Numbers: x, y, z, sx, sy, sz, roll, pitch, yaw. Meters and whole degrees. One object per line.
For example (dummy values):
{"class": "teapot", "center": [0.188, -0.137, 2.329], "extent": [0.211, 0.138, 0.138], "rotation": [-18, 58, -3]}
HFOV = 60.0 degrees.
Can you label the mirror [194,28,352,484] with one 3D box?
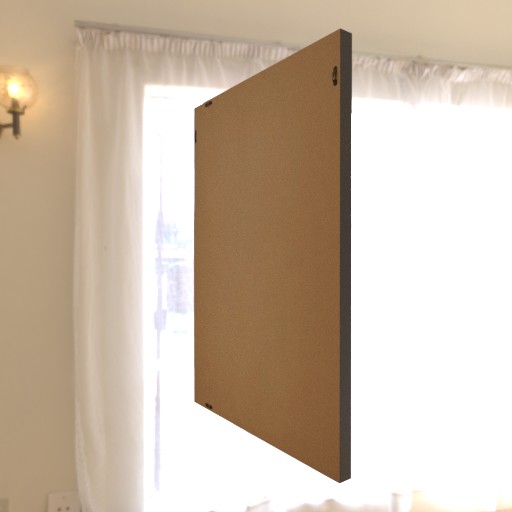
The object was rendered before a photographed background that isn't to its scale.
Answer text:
{"class": "mirror", "center": [0.000, 0.000, 1.144], "extent": [0.040, 0.915, 0.609], "rotation": [0, 1, -36]}
